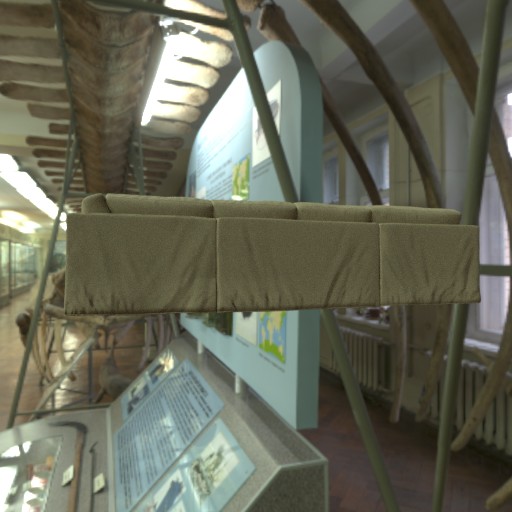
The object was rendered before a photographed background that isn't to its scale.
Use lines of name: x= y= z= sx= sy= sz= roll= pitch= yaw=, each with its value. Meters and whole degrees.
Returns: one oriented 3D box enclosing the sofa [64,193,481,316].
sofa: x=0.000 y=0.000 z=4.593 sx=3.528 sy=0.878 sz=2.476 roll=0 pitch=-1 yaw=-19
